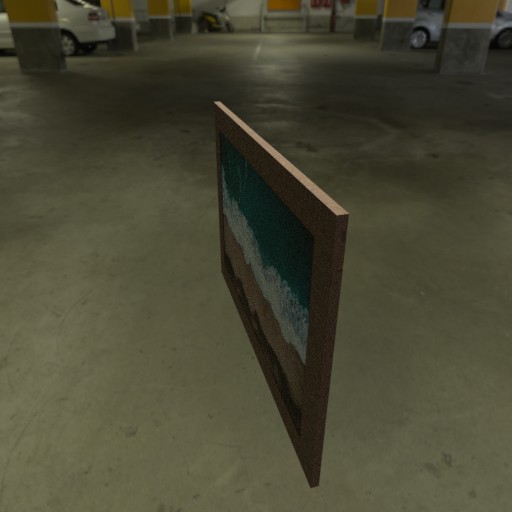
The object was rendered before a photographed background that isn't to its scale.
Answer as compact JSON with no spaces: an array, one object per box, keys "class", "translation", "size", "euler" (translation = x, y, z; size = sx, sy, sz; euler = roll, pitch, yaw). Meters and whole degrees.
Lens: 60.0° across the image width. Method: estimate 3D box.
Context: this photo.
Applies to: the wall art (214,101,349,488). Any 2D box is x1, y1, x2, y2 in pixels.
[{"class":"wall art","translation":[0.000,0.000,1.170],"size":[0.019,0.626,0.917],"euler":[-8,30,-14]}]
